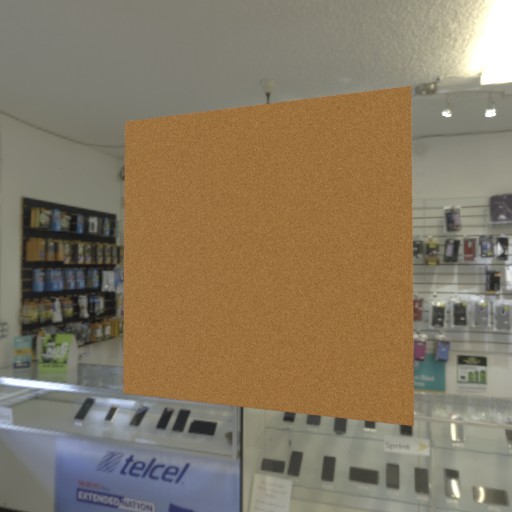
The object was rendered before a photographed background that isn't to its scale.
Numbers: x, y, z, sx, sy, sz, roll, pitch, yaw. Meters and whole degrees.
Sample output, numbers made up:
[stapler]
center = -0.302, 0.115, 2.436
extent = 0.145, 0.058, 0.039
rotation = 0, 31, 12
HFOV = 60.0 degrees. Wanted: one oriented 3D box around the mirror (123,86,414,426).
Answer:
[mirror]
center = 0.000, 0.000, 1.207
extent = 0.804, 0.804, 0.061
rotation = 0, -1, 19
